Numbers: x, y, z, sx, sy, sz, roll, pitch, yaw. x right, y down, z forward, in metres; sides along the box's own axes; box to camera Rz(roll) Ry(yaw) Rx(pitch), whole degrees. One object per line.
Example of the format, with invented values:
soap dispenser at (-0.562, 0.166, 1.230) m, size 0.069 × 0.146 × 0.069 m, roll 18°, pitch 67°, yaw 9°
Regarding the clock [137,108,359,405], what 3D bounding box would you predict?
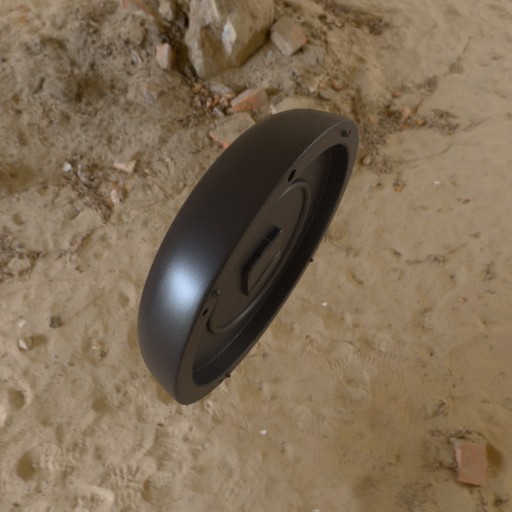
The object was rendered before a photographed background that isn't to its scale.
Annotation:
clock at (0.000, 0.000, 0.432) m, size 0.060 × 0.300 × 0.300 m, roll 32°, pitch 67°, yaw 15°
